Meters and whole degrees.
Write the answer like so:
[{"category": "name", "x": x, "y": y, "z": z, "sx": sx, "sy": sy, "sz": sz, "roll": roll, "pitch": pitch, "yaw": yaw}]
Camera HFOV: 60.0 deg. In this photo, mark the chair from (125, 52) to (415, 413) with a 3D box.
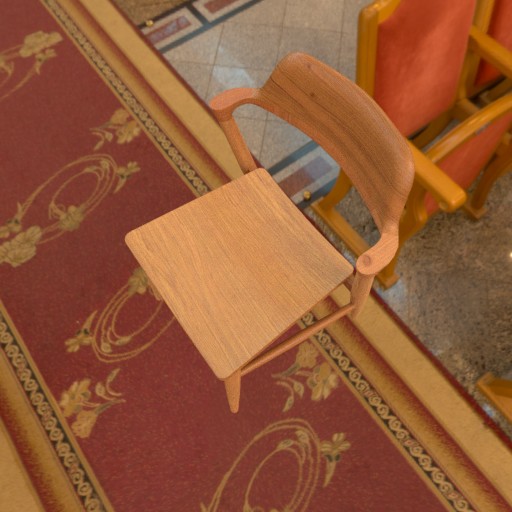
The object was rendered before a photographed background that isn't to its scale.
[{"category": "chair", "x": 0.000, "y": 0.000, "z": 1.099, "sx": 0.499, "sy": 0.792, "sz": 0.512, "roll": -33, "pitch": 69, "yaw": -15}]
